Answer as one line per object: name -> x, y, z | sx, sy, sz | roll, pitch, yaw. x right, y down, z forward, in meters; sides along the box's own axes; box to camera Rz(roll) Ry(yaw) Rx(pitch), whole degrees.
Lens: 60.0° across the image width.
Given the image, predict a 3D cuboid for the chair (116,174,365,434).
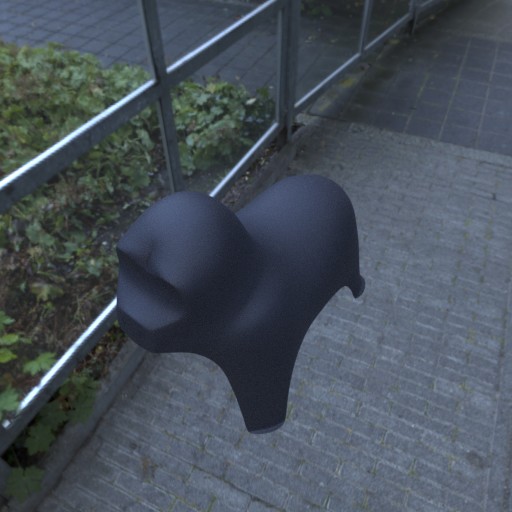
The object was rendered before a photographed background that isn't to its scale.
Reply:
chair -> 0.000, 0.000, 1.120 | 0.490, 0.600, 0.758 | 30, 53, 26
